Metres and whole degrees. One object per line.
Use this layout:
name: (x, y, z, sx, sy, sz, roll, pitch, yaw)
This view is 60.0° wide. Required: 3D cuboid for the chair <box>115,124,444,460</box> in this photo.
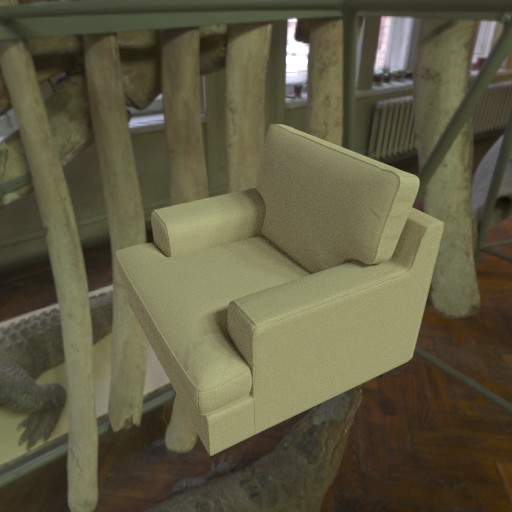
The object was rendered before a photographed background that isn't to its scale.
chair: (0.000, 0.000, 2.157, 1.274, 1.005, 1.293, -21, 36, -31)
